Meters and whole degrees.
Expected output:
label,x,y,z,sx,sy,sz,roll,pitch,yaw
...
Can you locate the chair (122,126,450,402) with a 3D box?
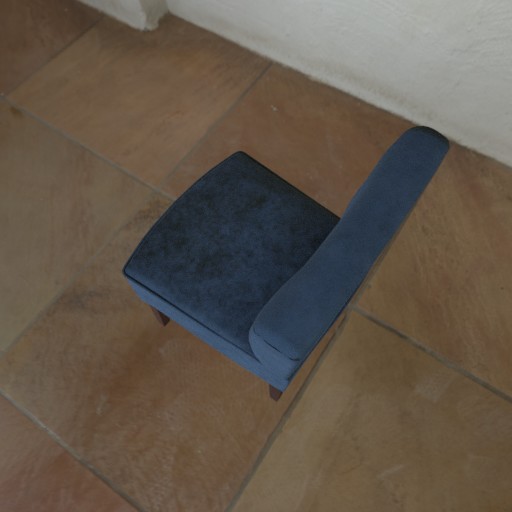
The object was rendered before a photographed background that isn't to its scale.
label,x,y,z,sx,sy,sz,roll,pitch,yaw
chair,0.000,0.000,1.155,0.551,0.806,0.521,34,68,16
